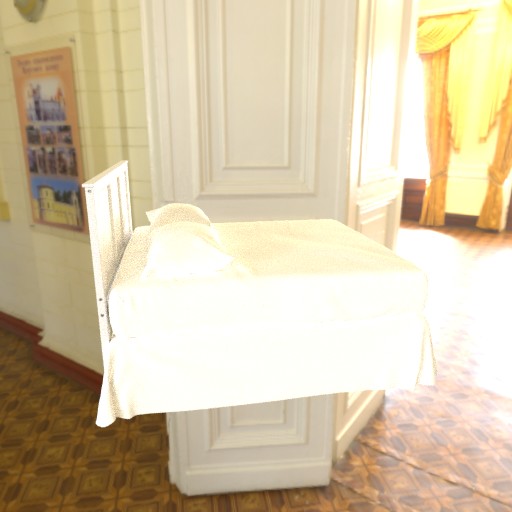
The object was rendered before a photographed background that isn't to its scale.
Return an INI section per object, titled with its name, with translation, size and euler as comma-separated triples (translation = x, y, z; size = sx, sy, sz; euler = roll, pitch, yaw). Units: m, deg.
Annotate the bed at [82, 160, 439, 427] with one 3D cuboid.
[bed]
translation = 0.000, 0.000, 3.210
size = 2.047, 1.269, 1.876
euler = -3, 16, -10
